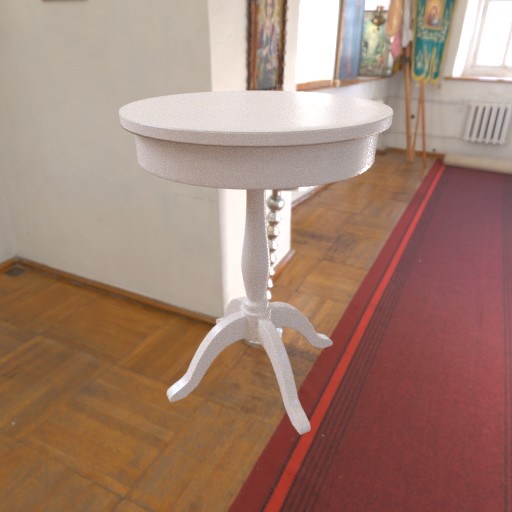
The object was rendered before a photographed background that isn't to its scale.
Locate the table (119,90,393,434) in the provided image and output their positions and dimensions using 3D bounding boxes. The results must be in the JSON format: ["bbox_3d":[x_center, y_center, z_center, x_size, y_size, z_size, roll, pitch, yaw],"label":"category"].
[{"bbox_3d":[0.000,0.000,1.005,0.513,0.653,0.513,0,27,0],"label":"table"}]
